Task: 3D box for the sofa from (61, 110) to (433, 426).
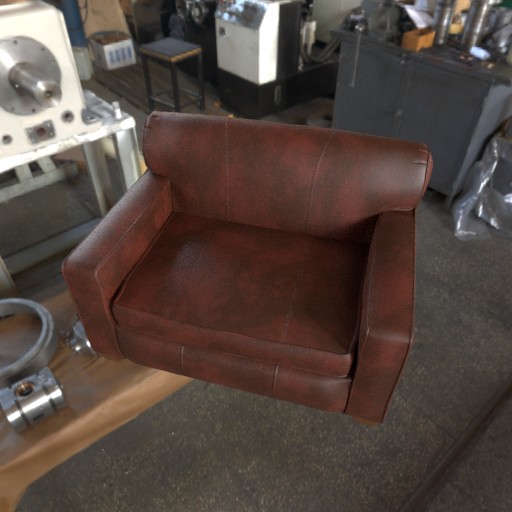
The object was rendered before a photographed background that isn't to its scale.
[{"bbox_3d":[0.000,0.000,2.064,1.413,0.956,1.000,10,42,12],"label":"sofa"}]
